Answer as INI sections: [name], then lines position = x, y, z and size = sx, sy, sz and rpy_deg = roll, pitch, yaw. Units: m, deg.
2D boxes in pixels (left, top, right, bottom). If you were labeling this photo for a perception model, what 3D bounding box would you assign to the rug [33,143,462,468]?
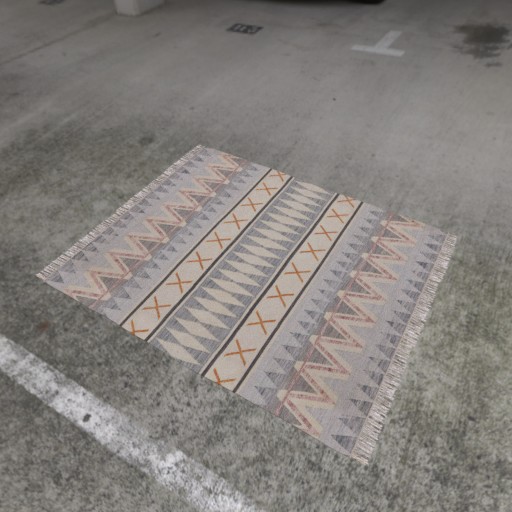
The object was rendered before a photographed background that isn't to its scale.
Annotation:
[rug]
position = 0.000, 0.000, 3.907
size = 3.000, 0.012, 2.371
rpy_deg = 24, 51, 21
